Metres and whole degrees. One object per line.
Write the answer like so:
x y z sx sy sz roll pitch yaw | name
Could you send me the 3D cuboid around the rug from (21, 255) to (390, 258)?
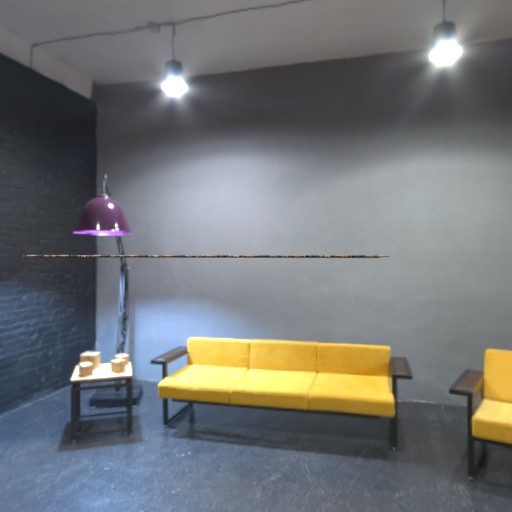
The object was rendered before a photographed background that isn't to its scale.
0.000 0.000 2.256 1.278 0.009 1.730 0 0 18 | rug
